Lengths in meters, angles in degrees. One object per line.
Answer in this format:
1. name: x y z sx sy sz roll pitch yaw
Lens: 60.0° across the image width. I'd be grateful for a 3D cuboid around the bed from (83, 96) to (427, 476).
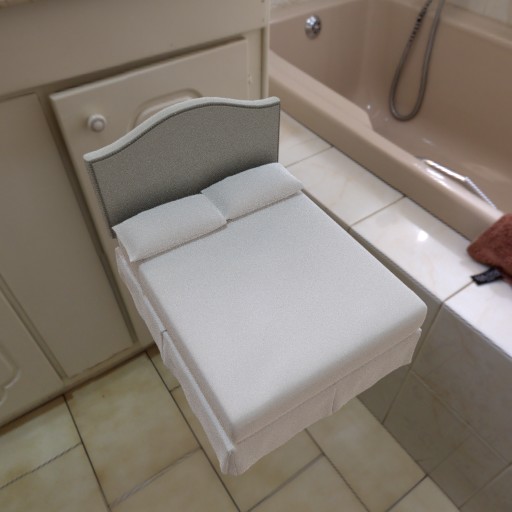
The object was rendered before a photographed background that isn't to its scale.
1. bed: 0.000 0.000 3.416 1.813 1.607 2.180 -25 51 -21
